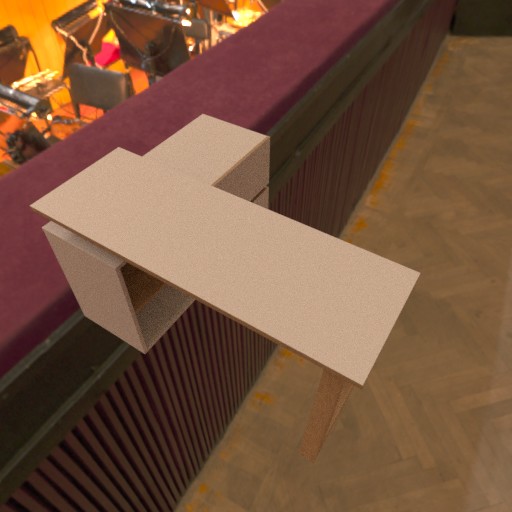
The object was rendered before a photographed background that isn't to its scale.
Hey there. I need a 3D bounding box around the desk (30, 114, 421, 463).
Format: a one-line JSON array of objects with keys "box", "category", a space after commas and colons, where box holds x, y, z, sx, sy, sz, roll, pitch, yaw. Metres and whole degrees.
[{"box": [0.000, 0.000, 2.068, 1.404, 0.755, 1.098, 25, 52, 22], "category": "desk"}]
